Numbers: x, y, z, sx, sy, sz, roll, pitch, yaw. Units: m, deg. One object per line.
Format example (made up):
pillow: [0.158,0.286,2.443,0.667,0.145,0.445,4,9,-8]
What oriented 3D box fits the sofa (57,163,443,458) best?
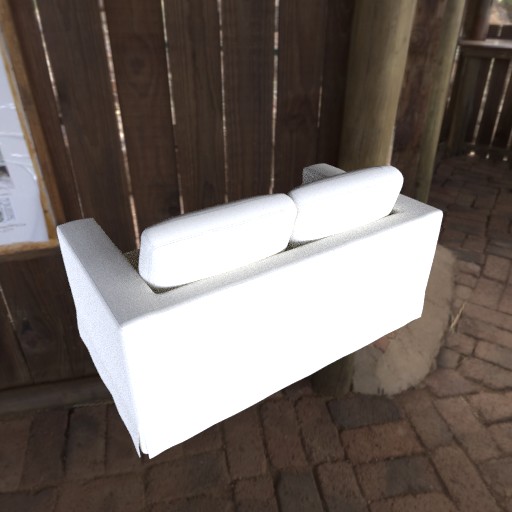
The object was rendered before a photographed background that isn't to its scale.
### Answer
sofa: [0.000,0.000,2.419,1.813,0.932,1.009,-18,35,-29]
